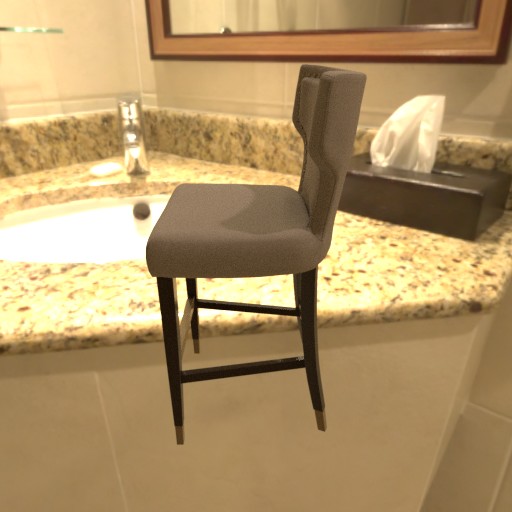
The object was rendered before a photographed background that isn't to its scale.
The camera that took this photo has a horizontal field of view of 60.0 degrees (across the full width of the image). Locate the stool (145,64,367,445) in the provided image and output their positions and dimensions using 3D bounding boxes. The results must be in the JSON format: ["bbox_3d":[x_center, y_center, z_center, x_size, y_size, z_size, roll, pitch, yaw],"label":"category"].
[{"bbox_3d":[0.000,0.000,1.390,0.563,1.092,0.526,0,25,0],"label":"stool"}]
